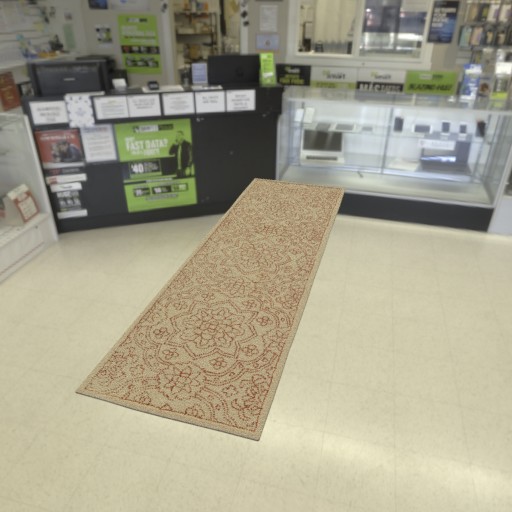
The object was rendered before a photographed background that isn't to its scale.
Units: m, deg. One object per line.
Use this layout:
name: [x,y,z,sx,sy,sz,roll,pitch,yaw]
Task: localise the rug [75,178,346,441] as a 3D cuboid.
rug: [0.000,0.000,2.663,0.769,0.012,2.448,9,32,14]
